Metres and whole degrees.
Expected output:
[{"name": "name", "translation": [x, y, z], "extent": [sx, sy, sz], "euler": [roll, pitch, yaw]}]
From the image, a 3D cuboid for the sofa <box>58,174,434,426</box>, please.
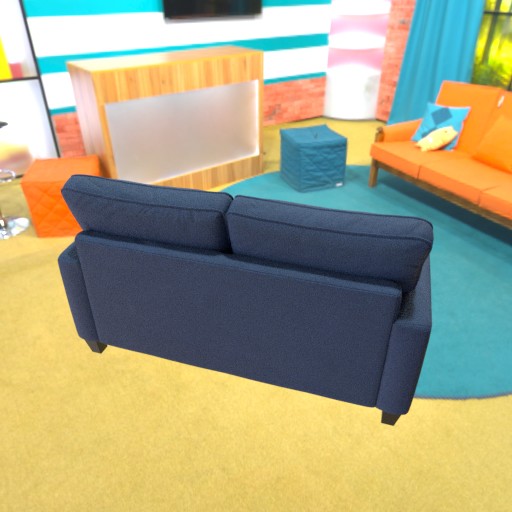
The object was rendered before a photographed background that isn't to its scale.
[{"name": "sofa", "translation": [0.000, 0.000, 2.241], "extent": [1.651, 0.965, 0.965], "euler": [9, 34, 15]}]
